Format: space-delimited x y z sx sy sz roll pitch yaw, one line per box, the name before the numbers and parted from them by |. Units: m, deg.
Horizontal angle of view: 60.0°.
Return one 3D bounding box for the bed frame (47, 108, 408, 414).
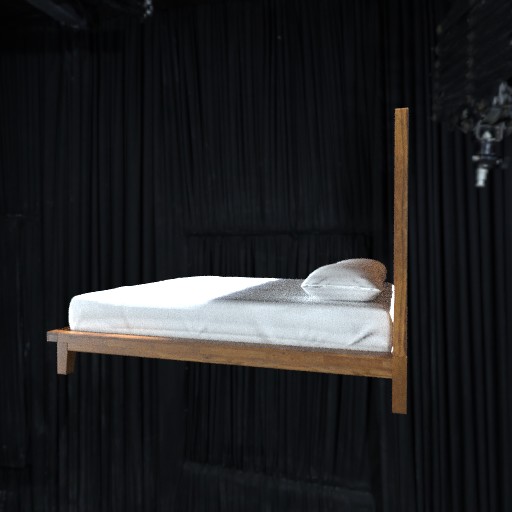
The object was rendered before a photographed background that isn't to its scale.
bed frame | 0.000 0.000 3.530 2.235 1.537 2.038 0 1 17
